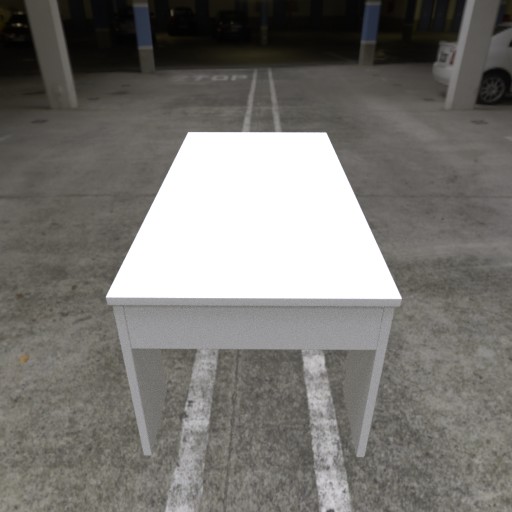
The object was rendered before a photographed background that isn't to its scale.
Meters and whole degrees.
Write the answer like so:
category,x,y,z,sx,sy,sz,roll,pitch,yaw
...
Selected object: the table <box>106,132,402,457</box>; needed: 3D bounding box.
category,x,y,z,sx,sy,sz,roll,pitch,yaw
table,0.000,0.000,1.288,0.500,0.440,1.000,0,31,0
